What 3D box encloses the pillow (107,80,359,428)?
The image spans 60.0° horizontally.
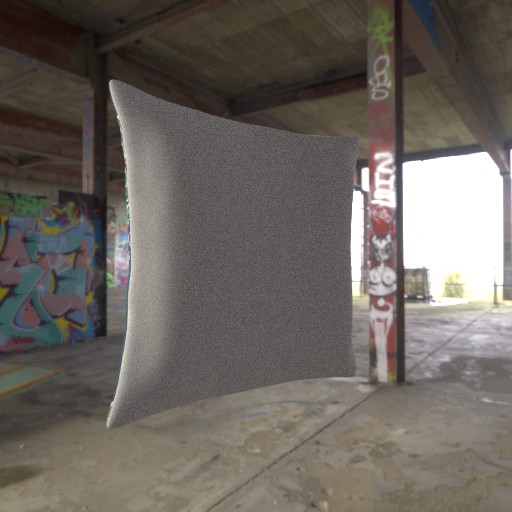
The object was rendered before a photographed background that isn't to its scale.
[{"bbox_3d":[0.000,0.000,0.793,0.525,0.508,0.166,0,-1,-35],"label":"pillow"}]
